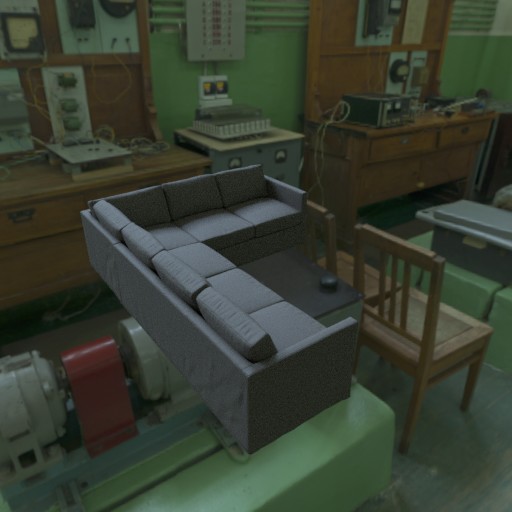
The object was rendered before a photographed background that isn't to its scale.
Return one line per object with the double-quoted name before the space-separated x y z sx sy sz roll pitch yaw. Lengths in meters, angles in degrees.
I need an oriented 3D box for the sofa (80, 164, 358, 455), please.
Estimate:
"sofa" 0.000 0.000 4.402 2.432 0.871 3.182 -19 33 -32
